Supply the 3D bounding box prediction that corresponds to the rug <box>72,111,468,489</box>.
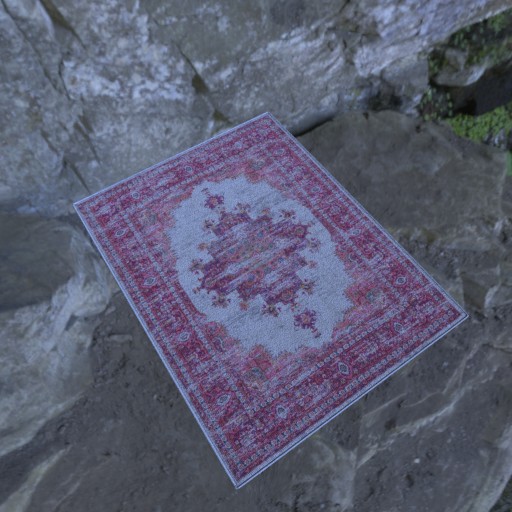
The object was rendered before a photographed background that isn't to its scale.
[{"bbox_3d":[0.000,0.000,4.223,2.447,0.017,3.123,-30,64,-16],"label":"rug"}]
